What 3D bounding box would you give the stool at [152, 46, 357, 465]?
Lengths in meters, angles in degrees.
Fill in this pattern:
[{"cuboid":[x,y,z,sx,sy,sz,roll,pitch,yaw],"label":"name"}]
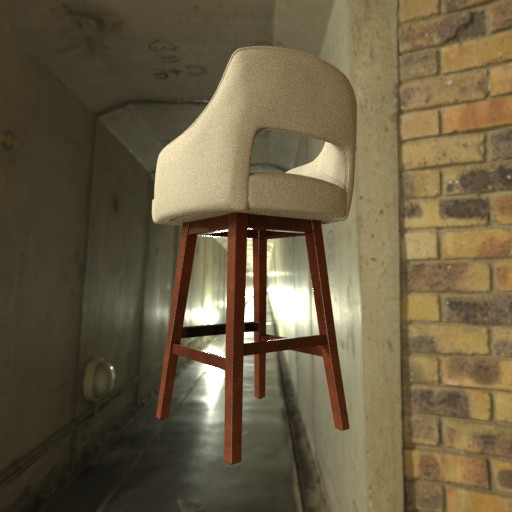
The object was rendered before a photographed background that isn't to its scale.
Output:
[{"cuboid":[0.000,0.000,1.368,0.550,1.041,0.560,2,-3,-36],"label":"stool"}]
